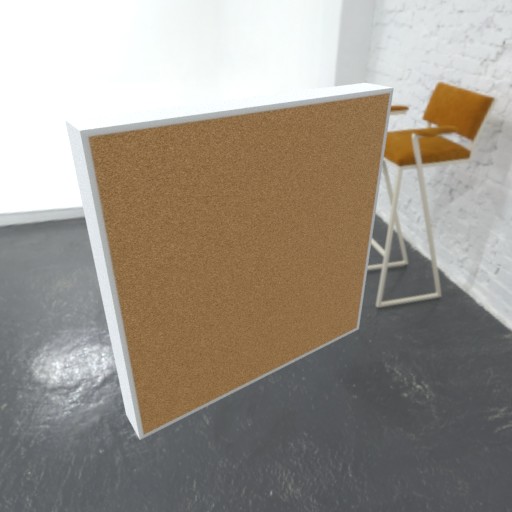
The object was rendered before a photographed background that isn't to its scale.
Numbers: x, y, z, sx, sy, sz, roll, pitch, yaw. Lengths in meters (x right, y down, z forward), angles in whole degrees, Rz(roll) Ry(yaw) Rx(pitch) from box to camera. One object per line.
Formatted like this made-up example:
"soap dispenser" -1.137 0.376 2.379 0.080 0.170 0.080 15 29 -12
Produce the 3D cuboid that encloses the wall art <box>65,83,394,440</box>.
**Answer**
"wall art" 0.000 0.000 0.454 0.305 0.304 0.038 -19 35 -29
